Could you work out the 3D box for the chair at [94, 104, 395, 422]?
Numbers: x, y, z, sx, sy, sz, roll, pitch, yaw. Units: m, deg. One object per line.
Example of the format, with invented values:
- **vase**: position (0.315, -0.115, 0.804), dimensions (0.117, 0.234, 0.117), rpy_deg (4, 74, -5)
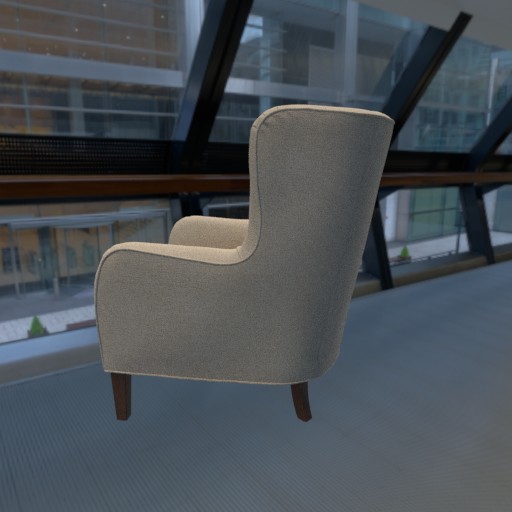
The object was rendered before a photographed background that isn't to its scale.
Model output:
- **chair**: position (0.000, 0.000, 1.732), dimensions (0.966, 1.040, 0.838), rpy_deg (2, 13, 8)
